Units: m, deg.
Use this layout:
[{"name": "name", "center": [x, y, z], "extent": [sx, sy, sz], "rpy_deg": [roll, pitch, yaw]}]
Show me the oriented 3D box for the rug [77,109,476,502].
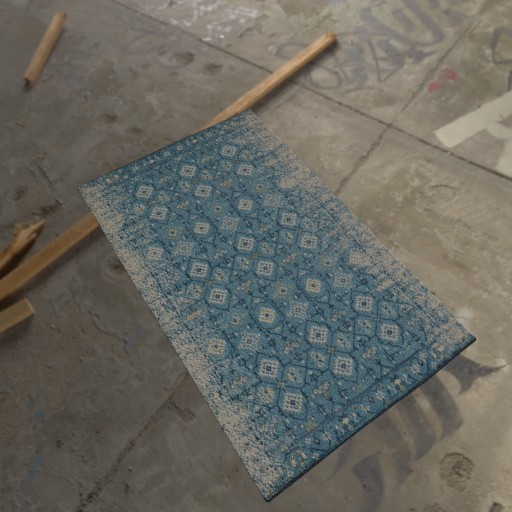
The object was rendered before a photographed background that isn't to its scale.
[{"name": "rug", "center": [0.000, 0.000, 2.931], "extent": [1.530, 0.015, 2.449], "rpy_deg": [-30, 63, -17]}]
